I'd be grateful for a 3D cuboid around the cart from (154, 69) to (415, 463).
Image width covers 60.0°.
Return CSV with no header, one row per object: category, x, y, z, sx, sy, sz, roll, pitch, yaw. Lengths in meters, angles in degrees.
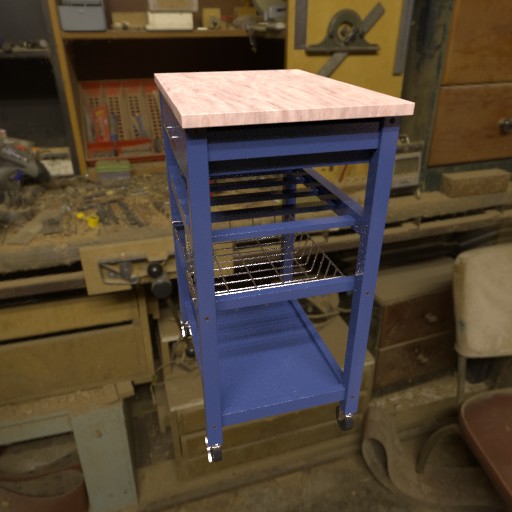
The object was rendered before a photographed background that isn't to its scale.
cart,0.000,0.000,1.156,0.403,0.839,0.584,-7,29,-14
